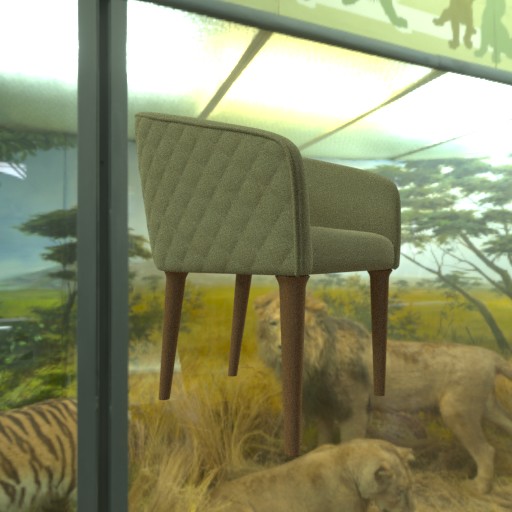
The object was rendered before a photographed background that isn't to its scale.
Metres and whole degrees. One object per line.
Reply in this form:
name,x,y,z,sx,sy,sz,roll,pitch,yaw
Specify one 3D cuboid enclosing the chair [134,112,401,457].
chair,0.000,0.000,1.202,0.616,0.775,0.584,0,0,36
